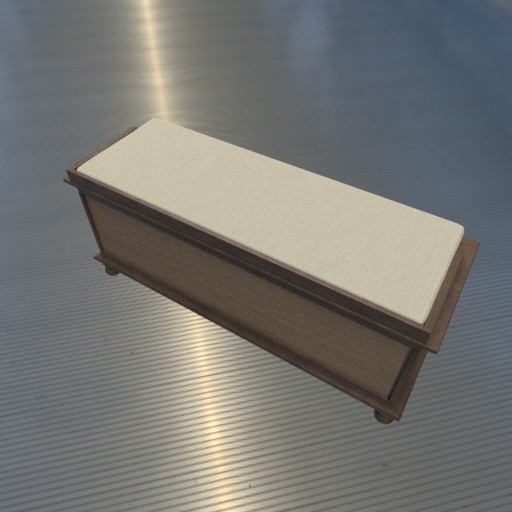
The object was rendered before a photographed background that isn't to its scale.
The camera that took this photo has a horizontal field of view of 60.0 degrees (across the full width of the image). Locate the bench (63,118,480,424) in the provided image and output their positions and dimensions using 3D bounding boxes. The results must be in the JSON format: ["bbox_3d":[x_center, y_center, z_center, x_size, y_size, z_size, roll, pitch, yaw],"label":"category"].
[{"bbox_3d":[0.000,0.000,1.447,1.185,0.501,0.402,24,51,21],"label":"bench"}]
